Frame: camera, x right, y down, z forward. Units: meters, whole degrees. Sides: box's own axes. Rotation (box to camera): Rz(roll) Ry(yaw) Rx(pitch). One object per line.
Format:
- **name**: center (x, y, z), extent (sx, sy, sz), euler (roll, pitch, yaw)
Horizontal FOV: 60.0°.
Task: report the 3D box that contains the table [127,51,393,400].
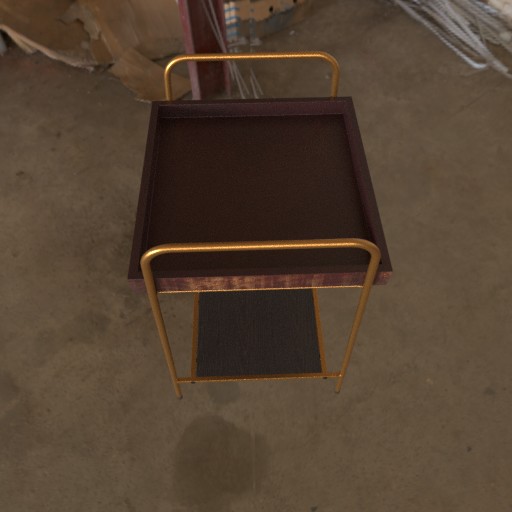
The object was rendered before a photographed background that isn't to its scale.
- **table**: center (0.000, 0.000, 0.987), extent (0.430, 0.710, 0.430), euler (-2, 57, -1)
